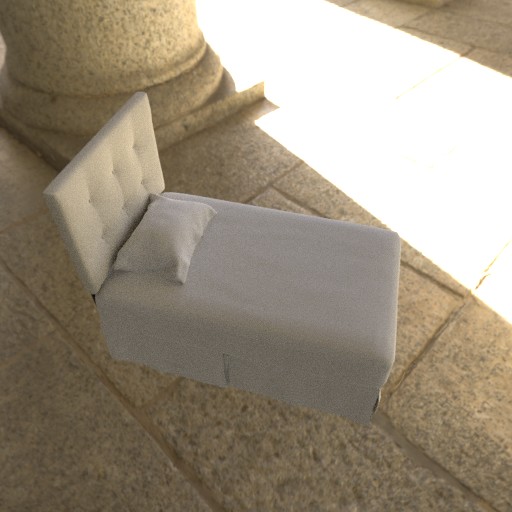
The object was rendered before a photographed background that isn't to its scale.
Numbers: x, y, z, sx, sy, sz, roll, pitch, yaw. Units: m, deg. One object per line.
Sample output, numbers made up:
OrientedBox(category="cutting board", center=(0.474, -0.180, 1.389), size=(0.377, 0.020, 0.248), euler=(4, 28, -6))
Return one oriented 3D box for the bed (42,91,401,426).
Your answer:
OrientedBox(category="bed", center=(0.000, 0.000, 3.017), size=(1.997, 1.571, 1.261), euler=(11, 48, 10))
